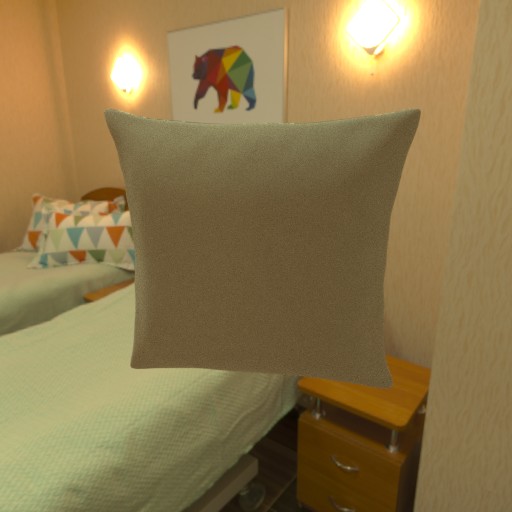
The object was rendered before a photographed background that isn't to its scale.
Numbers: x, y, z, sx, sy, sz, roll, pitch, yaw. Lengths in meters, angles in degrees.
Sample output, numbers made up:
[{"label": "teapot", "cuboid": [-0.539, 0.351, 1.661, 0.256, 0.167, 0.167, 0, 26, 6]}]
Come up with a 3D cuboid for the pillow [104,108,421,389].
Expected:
[{"label": "pillow", "cuboid": [0.000, 0.000, 0.804, 0.525, 0.508, 0.166, 2, 17, 8]}]
